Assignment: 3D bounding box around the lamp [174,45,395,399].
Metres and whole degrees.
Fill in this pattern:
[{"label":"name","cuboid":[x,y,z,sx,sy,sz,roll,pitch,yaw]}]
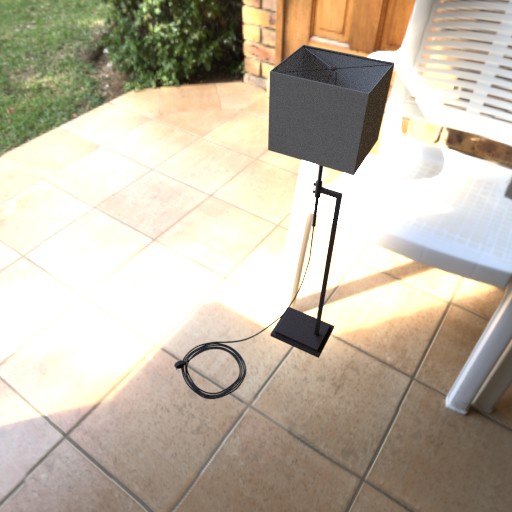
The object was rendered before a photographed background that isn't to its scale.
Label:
[{"label":"lamp","cuboid":[0.000,0.000,2.017,0.698,1.600,0.774,21,49,20]}]
